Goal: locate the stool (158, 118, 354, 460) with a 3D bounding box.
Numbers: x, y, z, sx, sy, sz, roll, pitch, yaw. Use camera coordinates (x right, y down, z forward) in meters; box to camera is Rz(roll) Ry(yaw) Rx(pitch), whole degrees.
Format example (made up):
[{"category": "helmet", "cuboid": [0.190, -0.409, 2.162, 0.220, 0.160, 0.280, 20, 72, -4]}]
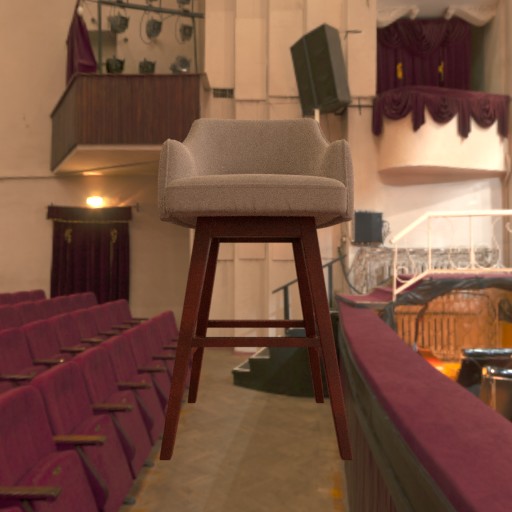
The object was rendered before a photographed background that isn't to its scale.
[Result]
[{"category": "stool", "cuboid": [0.000, 0.000, 1.366, 0.548, 1.012, 0.558, 0, -1, 0]}]
